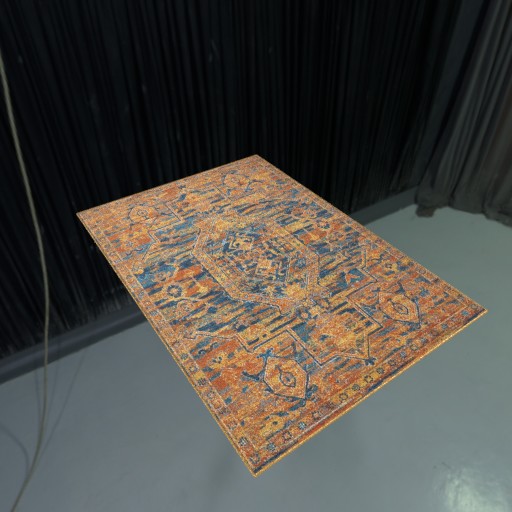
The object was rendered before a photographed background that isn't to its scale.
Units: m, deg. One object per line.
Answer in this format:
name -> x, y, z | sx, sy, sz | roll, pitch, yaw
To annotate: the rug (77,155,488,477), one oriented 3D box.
rug -> 0.000, 0.000, 3.652 | 2.043, 0.019, 2.916 | -24, 46, -26
